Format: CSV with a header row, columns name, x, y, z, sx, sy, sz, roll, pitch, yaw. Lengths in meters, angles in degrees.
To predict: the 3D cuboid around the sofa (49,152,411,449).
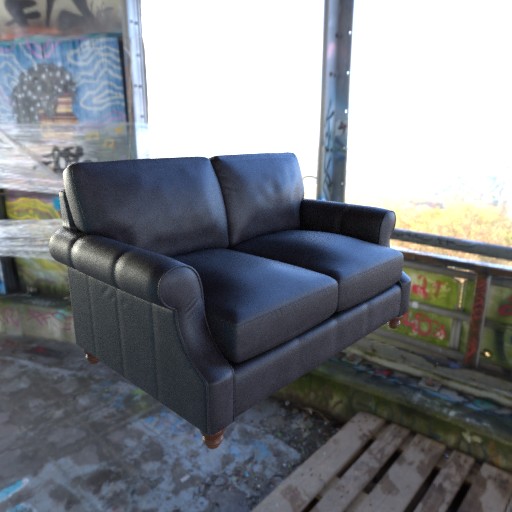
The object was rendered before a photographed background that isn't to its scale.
name,x,y,z,sx,sy,sz,roll,pitch,yaw
sofa,0.000,0.000,2.269,1.030,0.979,1.663,14,21,41
